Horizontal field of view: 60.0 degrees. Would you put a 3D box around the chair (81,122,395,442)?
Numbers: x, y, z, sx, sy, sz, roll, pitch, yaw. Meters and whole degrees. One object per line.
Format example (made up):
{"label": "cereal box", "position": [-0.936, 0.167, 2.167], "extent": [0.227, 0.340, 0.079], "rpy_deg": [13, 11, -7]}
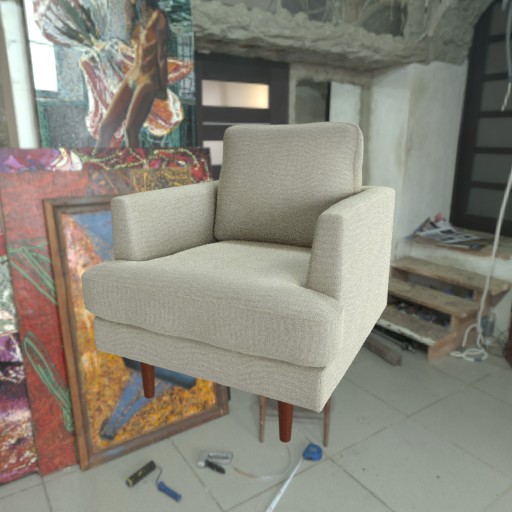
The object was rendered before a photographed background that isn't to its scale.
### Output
{"label": "chair", "position": [0.000, 0.000, 1.624], "extent": [0.858, 0.957, 0.899], "rpy_deg": [7, 16, 26]}
